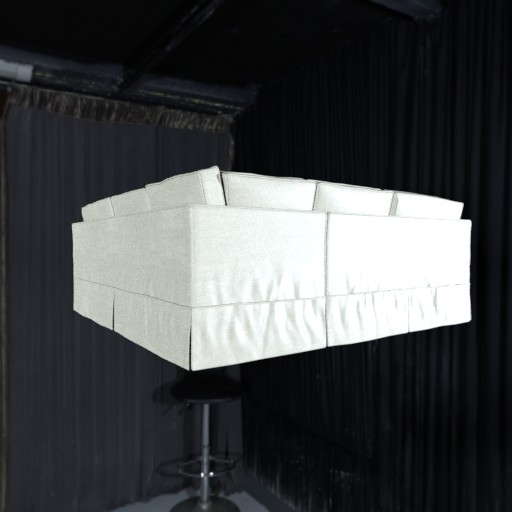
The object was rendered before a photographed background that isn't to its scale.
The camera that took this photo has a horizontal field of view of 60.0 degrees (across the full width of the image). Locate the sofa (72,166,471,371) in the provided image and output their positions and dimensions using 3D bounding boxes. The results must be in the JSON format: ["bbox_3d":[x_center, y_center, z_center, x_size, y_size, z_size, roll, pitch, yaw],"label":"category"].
[{"bbox_3d":[0.000,0.000,4.019,2.618,1.081,2.623,-1,2,-35],"label":"sofa"}]
